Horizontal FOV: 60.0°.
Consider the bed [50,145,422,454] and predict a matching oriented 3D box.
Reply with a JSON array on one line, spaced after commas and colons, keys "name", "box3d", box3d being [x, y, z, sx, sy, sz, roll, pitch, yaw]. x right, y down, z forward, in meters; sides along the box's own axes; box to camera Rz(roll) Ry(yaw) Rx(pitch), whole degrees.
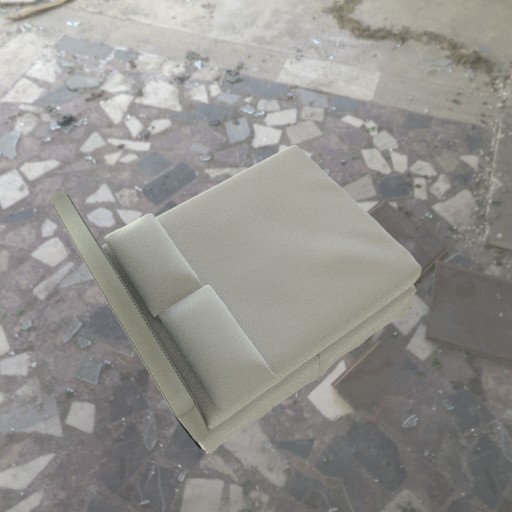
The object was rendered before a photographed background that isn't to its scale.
[{"name": "bed", "box3d": [0.000, 0.000, 3.415, 2.180, 1.607, 1.813, -31, 64, -17]}]
